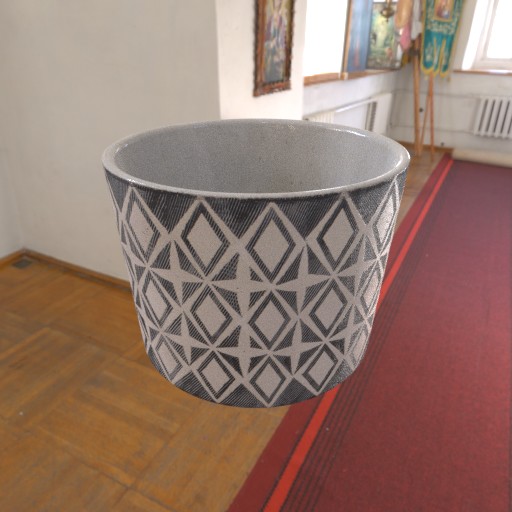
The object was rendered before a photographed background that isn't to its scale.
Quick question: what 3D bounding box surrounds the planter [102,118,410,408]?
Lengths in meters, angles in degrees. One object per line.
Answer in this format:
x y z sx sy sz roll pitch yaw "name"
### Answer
0.000 0.000 0.441 0.260 0.220 0.260 0 27 0 "planter"
